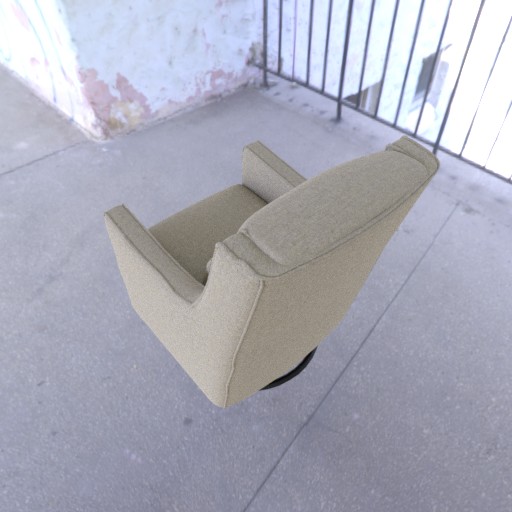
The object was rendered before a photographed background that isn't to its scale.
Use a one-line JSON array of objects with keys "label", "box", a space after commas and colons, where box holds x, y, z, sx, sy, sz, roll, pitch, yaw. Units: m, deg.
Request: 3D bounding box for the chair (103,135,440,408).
[{"label": "chair", "box": [0.000, 0.000, 1.595, 0.732, 0.993, 0.879, -32, 54, -27]}]
